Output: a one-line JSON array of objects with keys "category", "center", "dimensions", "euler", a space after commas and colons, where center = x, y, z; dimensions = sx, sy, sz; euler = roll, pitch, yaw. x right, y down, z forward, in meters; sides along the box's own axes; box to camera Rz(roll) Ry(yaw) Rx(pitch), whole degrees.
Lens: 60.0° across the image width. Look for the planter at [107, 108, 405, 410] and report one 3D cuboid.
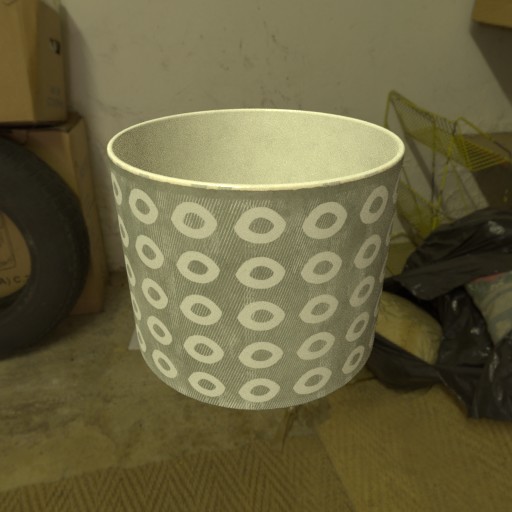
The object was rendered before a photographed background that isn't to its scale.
[{"category": "planter", "center": [0.000, 0.000, 0.338], "dimensions": [0.190, 0.181, 0.190], "euler": [0, 29, 0]}]
